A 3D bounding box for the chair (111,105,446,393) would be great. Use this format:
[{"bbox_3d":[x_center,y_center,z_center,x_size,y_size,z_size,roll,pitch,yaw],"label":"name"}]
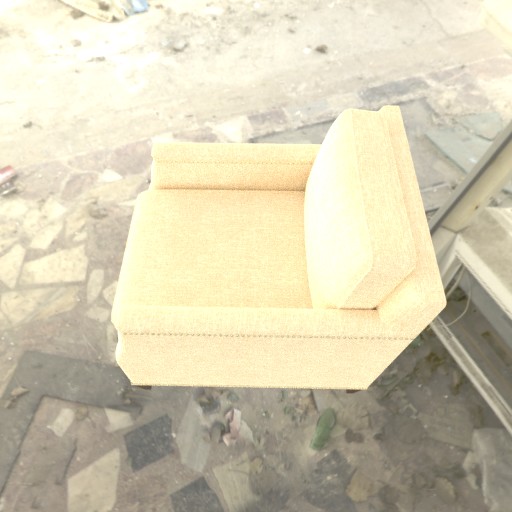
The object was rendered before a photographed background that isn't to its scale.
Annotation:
[{"bbox_3d":[0.000,0.000,1.755,1.041,0.940,0.838,1,57,1],"label":"chair"}]
